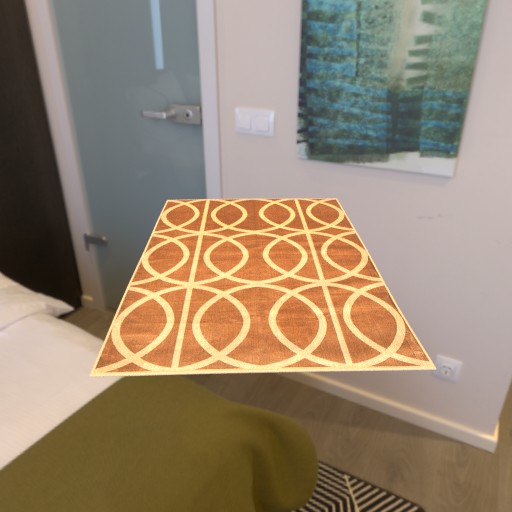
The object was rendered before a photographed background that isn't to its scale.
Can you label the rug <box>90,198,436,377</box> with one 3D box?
[{"bbox_3d":[0.000,0.000,2.953,1.526,0.014,2.290,-1,26,-2],"label":"rug"}]
